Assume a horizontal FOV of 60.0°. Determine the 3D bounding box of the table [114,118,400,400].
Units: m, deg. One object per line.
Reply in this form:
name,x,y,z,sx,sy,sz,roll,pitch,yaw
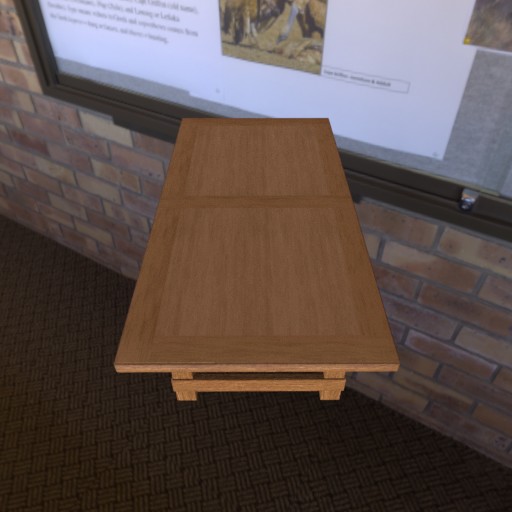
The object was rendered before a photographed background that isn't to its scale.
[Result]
table,0.000,0.000,2.532,1.000,0.762,1.982,0,42,0
